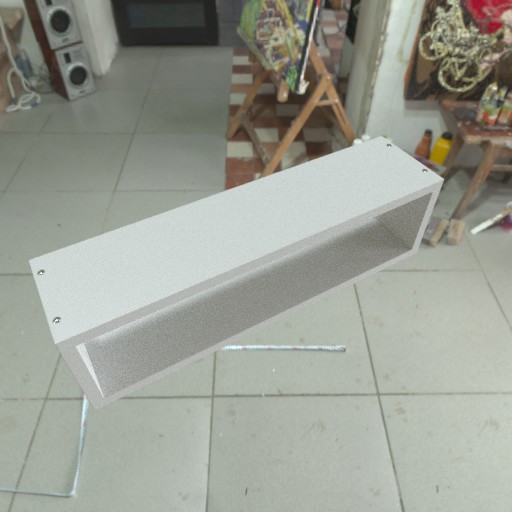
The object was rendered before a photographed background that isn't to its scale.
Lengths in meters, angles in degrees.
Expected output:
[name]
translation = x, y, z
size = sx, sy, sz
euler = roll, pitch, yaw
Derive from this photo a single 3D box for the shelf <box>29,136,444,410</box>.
[shelf]
translation = 0.000, 0.000, 0.709
size = 0.610, 0.170, 0.150
euler = -23, 51, -20
